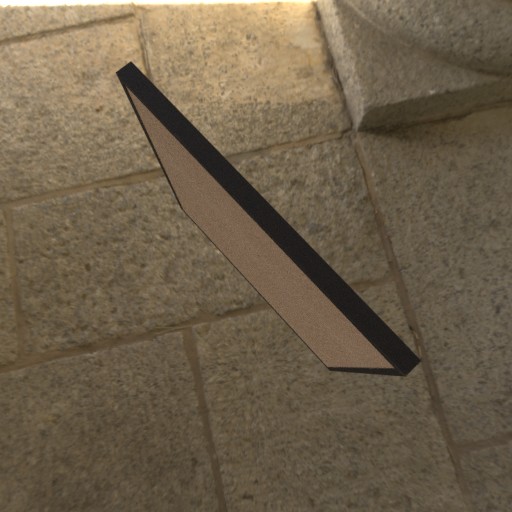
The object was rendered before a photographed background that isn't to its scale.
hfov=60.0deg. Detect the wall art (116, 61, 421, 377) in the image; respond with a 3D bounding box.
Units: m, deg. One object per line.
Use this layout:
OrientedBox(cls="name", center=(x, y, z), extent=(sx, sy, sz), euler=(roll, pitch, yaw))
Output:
OrientedBox(cls="wall art", center=(0.000, 0.000, 1.157), extent=(0.038, 0.762, 0.762), euler=(-41, 80, -9))
